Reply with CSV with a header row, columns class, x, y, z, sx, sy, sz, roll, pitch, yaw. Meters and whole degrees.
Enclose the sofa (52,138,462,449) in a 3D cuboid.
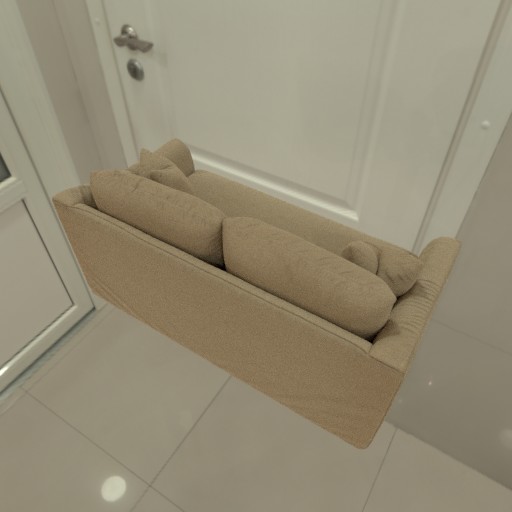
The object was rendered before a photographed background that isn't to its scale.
class,x,y,z,sx,sy,sz,roll,pitch,yaw
sofa,0.000,0.000,2.602,2.010,1.018,1.072,24,51,22
